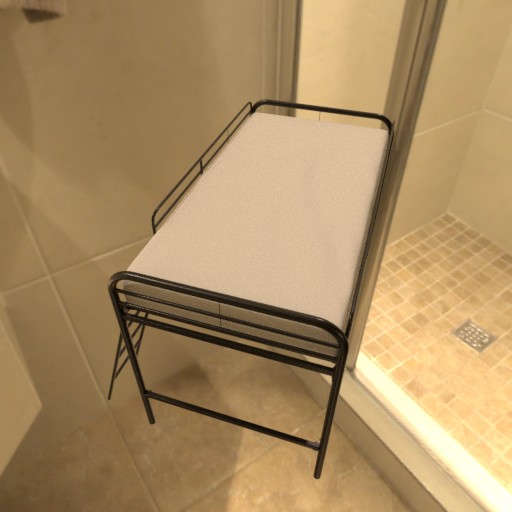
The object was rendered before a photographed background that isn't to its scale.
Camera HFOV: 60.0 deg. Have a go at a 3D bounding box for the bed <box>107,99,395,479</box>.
[{"bbox_3d":[0.000,0.000,2.895,1.393,1.289,1.968,12,43,14],"label":"bed"}]
